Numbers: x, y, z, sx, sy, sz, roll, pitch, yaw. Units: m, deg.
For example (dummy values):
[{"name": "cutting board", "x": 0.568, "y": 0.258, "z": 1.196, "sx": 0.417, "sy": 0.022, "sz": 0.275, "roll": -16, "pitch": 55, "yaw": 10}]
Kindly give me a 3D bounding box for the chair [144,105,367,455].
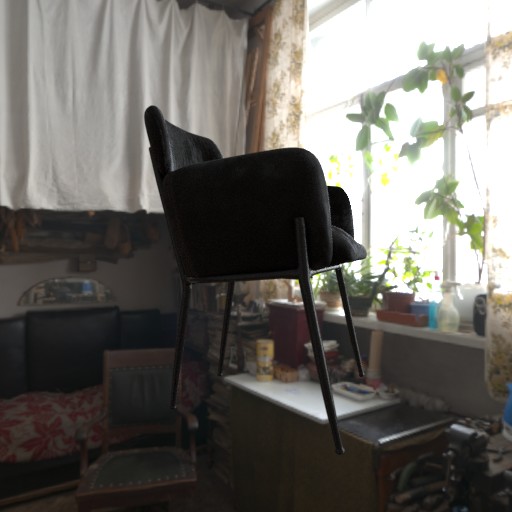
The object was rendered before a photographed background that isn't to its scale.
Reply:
[{"name": "chair", "x": 0.000, "y": 0.000, "z": 1.287, "sx": 0.604, "sy": 0.818, "sz": 0.640, "roll": 0, "pitch": 0, "yaw": 18}]
